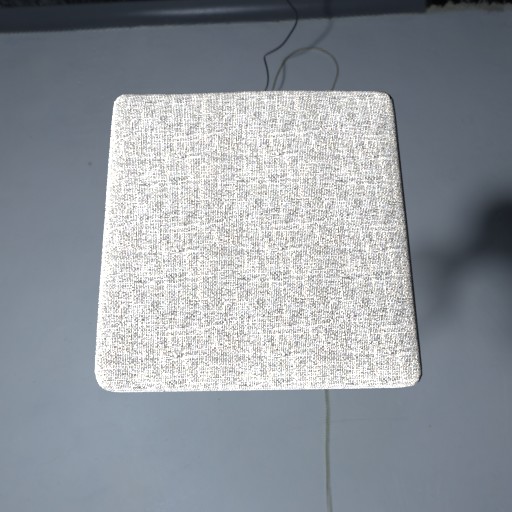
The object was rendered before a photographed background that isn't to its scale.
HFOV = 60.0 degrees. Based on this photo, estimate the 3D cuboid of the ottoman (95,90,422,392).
[{"bbox_3d":[0.000,0.000,0.915,0.512,0.453,0.521,-1,76,0],"label":"ottoman"}]
